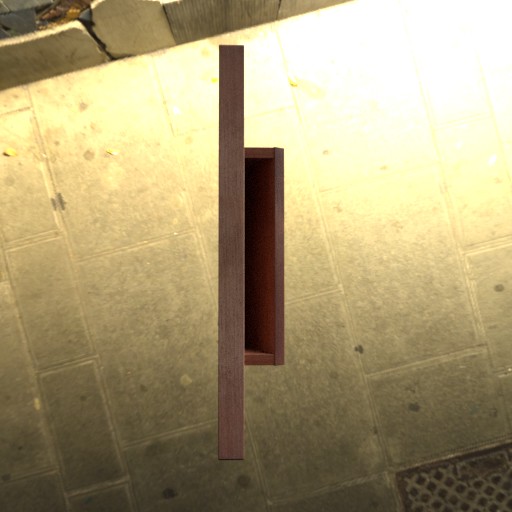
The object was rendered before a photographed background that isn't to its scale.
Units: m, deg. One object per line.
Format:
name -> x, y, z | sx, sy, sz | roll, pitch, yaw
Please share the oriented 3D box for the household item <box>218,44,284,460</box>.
household item -> 0.000, 0.000, 0.533 | 0.067, 0.407, 0.310 | 0, 89, -2
